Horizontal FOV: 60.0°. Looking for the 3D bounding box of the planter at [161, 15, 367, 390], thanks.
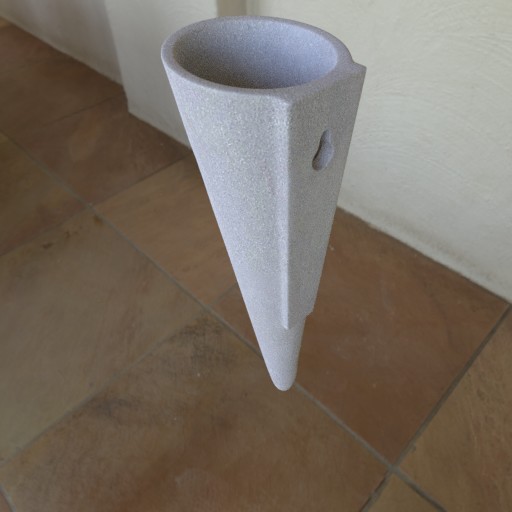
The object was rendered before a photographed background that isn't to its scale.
[{"bbox_3d":[0.000,0.000,0.284,0.078,0.259,0.087,-34,55,-27],"label":"planter"}]
